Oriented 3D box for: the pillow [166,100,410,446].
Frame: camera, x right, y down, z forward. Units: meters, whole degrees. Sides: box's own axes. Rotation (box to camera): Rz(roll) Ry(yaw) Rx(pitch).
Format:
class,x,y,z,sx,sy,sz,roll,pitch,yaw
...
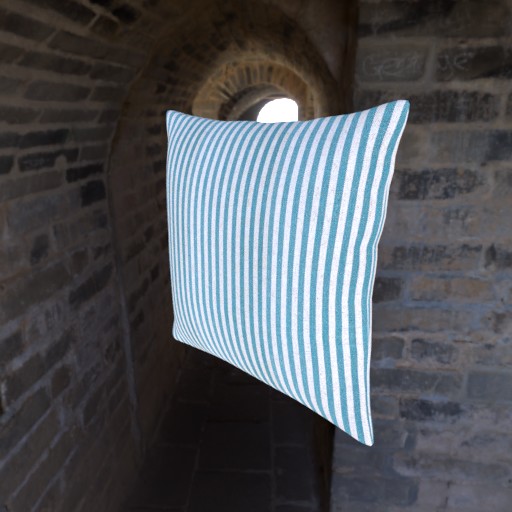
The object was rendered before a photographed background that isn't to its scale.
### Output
class,x,y,z,sx,sy,sz,roll,pitch,yaw
pillow,0.000,0.000,0.795,0.523,0.510,0.166,15,22,42
